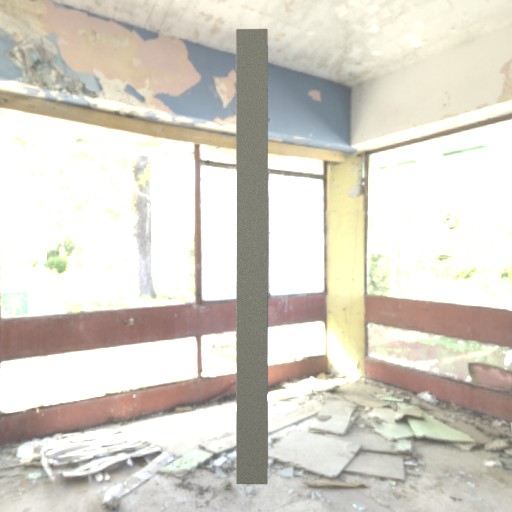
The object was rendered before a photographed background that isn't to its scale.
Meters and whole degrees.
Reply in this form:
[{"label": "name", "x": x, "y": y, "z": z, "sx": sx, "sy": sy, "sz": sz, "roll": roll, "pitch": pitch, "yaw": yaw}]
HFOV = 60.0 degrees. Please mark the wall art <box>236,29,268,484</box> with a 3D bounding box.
[{"label": "wall art", "x": 0.000, "y": 0.000, "z": 0.761, "sx": 0.039, "sy": 0.553, "sz": 0.445, "roll": 0, "pitch": 0, "yaw": 1}]
